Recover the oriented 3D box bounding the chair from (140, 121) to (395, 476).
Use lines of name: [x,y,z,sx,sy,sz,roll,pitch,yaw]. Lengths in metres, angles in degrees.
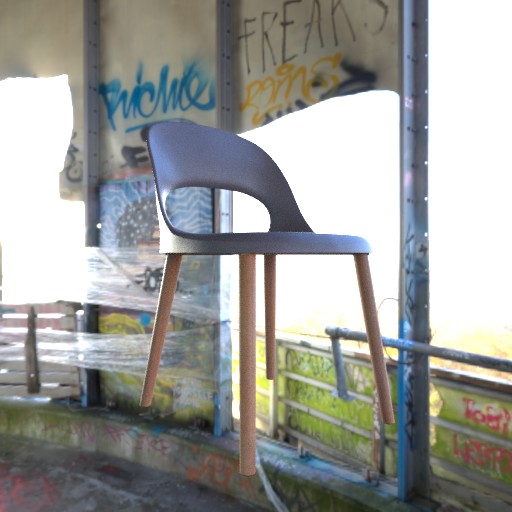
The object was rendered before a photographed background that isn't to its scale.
chair: [0.000,0.000,1.133,0.470,0.795,0.556,0,0,-37]
